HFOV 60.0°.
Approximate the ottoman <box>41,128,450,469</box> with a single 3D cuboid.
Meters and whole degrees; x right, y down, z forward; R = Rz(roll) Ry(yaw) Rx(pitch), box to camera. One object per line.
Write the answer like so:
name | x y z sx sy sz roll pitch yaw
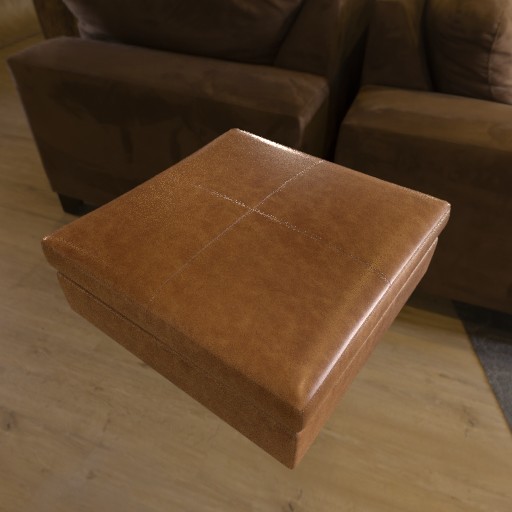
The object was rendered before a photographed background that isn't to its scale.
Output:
ottoman | 0.000 0.000 1.852 1.168 0.483 1.169 26 48 26
